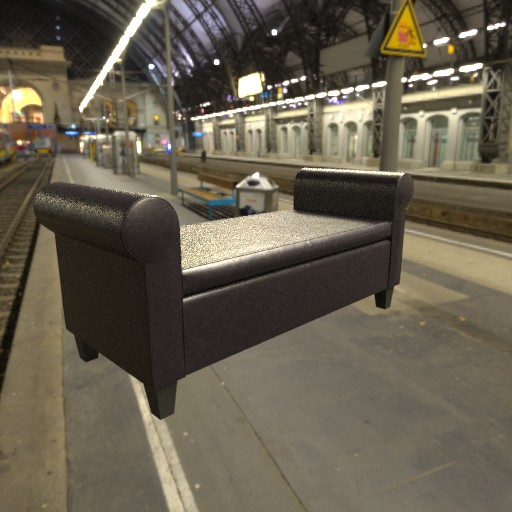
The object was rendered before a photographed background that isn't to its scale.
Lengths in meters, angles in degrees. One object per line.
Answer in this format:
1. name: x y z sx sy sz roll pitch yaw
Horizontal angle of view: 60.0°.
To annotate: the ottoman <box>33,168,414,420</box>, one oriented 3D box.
1. ottoman: 0.000 0.000 1.544 1.256 0.547 0.521 -13 19 -43
